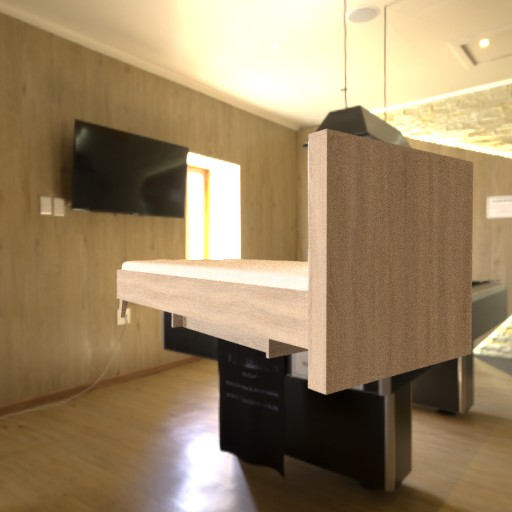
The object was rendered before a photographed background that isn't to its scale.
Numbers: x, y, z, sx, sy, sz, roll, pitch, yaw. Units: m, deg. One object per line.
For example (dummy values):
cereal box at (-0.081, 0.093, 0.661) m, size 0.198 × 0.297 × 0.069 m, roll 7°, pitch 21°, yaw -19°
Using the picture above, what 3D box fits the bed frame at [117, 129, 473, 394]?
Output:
bed frame at (0.000, 0.000, 2.686) m, size 0.990 × 0.920 × 2.140 m, roll -1°, pitch 1°, yaw -37°
